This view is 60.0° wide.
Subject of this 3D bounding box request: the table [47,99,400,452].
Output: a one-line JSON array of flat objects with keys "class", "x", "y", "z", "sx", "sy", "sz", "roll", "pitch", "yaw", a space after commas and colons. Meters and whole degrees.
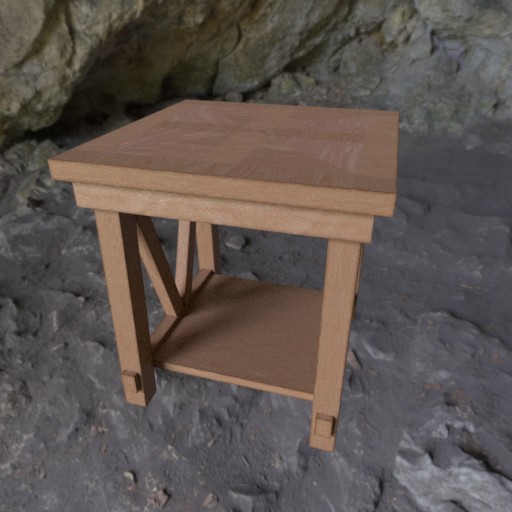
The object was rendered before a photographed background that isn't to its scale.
[{"class": "table", "x": 0.000, "y": 0.000, "z": 1.140, "sx": 0.610, "sy": 0.638, "sz": 0.612, "roll": 8, "pitch": 30, "yaw": 14}]
